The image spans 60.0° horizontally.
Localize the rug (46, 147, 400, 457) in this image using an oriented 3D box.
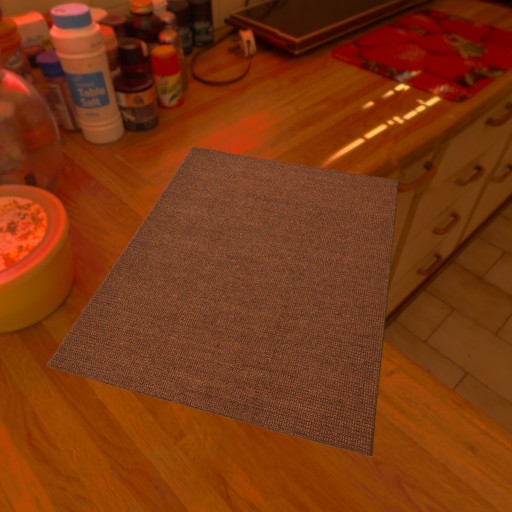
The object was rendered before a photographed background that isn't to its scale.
[{"bbox_3d":[0.000,0.000,4.131,2.456,0.021,3.068,12,48,11],"label":"rug"}]
